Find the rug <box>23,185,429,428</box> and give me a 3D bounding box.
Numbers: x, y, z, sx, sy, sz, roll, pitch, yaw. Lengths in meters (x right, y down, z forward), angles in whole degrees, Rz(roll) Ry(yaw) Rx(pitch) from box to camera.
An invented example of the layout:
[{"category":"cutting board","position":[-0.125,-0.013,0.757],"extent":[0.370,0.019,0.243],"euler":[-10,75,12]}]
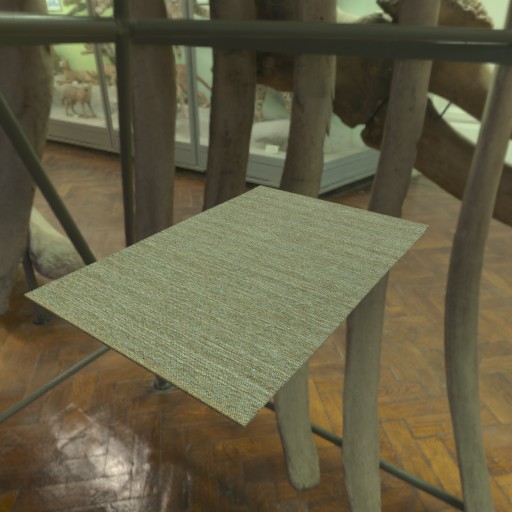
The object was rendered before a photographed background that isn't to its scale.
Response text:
[{"category":"rug","position":[0.000,0.000,2.303],"extent":[1.240,0.010,1.824],"euler":[19,33,31]}]
